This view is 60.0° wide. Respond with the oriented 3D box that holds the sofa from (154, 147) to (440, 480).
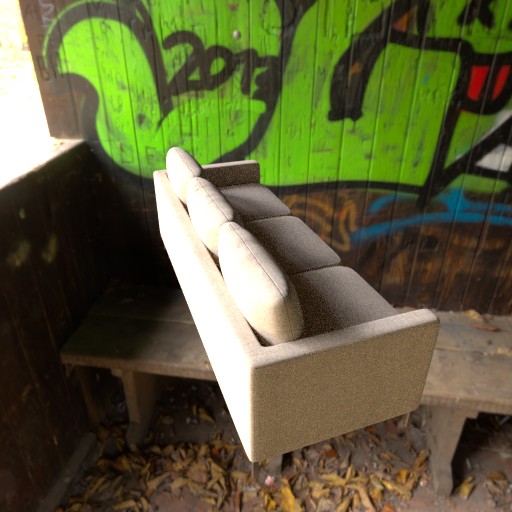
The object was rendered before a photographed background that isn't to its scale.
[{"bbox_3d":[0.000,0.000,2.685,0.859,0.874,2.218,-10,32,-17],"label":"sofa"}]
